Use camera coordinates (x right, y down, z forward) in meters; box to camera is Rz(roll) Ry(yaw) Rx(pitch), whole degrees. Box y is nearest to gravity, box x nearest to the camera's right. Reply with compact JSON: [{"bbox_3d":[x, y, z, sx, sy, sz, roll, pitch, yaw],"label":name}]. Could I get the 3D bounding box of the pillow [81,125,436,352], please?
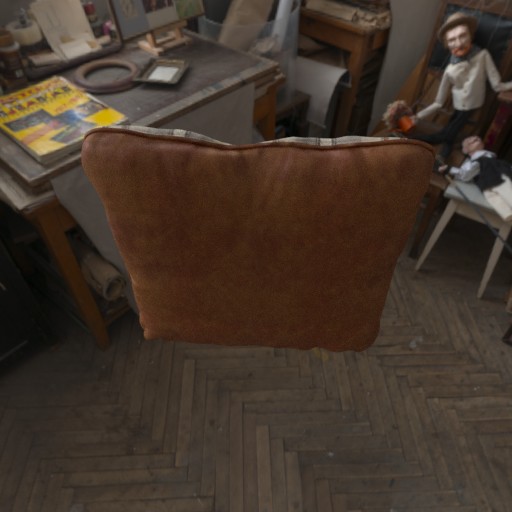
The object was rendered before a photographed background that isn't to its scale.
[{"bbox_3d":[0.000,0.000,0.769,0.489,0.490,0.130,3,47,3],"label":"pillow"}]
